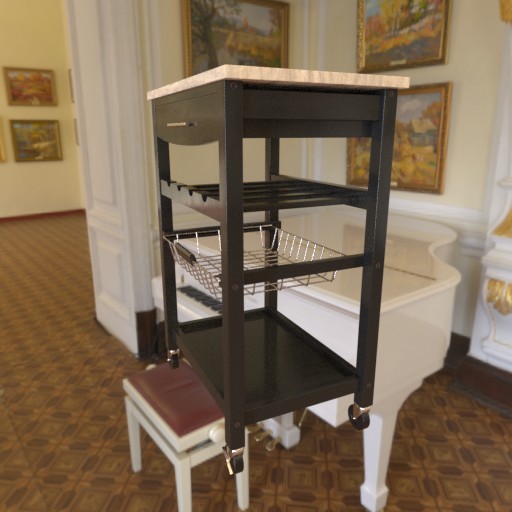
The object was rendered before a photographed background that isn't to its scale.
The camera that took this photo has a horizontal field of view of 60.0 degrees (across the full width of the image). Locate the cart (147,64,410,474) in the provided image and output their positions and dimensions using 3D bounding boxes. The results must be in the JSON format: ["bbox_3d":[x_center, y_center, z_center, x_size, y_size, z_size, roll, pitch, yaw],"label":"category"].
[{"bbox_3d":[0.000,0.000,1.167,0.403,0.839,0.584,-7,17,-25],"label":"cart"}]
